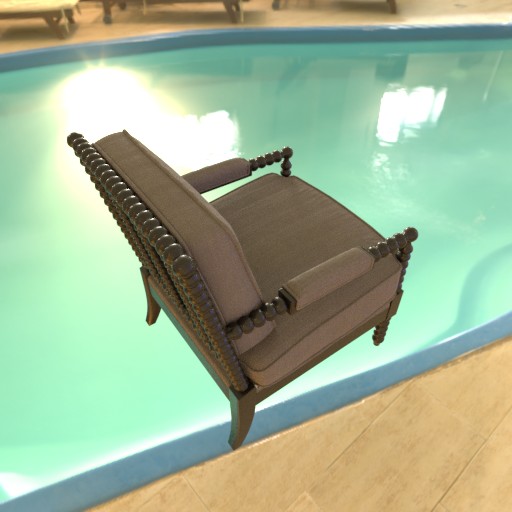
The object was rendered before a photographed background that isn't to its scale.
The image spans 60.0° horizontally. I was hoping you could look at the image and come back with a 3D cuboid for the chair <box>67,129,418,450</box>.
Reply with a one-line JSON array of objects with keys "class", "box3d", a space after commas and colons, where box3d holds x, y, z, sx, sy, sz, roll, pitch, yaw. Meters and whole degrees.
[{"class": "chair", "box3d": [0.000, 0.000, 1.113, 0.622, 0.661, 0.540, -26, 49, -25]}]
